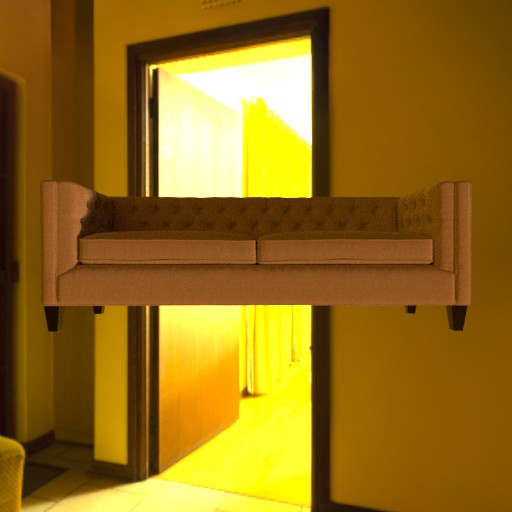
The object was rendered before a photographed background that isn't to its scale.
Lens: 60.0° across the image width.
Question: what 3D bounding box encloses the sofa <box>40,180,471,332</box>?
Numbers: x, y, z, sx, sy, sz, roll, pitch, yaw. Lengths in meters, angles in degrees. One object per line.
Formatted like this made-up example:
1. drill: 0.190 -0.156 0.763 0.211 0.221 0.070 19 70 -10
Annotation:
1. sofa: 0.000 0.000 2.592 2.159 0.762 0.775 0 0 -1
